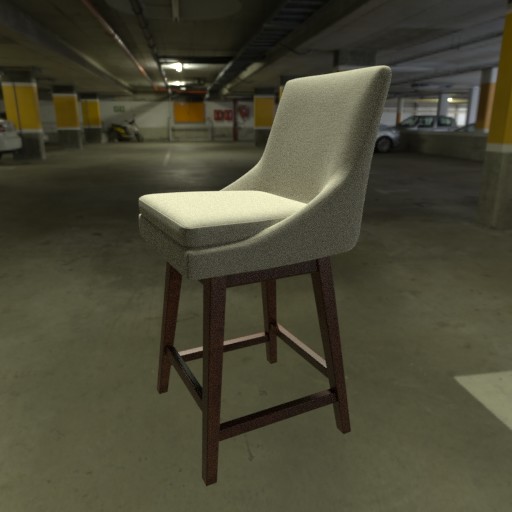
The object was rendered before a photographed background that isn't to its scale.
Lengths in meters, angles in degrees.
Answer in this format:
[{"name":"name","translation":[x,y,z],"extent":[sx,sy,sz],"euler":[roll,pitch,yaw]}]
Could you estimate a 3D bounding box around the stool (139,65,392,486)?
[{"name":"stool","translation":[0.000,0.000,1.261],"extent":[0.559,0.991,0.469],"euler":[-8,19,-26]}]
